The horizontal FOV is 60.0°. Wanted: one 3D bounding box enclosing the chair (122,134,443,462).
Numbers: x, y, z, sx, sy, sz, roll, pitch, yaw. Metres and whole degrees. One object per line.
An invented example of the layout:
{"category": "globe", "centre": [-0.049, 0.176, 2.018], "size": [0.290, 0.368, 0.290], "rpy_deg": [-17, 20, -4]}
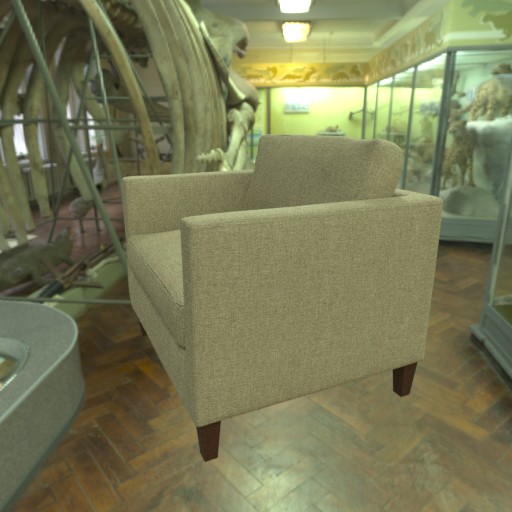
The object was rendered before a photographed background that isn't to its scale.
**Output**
{"category": "chair", "centre": [0.000, 0.000, 1.879], "size": [0.959, 0.987, 1.107], "rpy_deg": [-8, 19, -24]}
